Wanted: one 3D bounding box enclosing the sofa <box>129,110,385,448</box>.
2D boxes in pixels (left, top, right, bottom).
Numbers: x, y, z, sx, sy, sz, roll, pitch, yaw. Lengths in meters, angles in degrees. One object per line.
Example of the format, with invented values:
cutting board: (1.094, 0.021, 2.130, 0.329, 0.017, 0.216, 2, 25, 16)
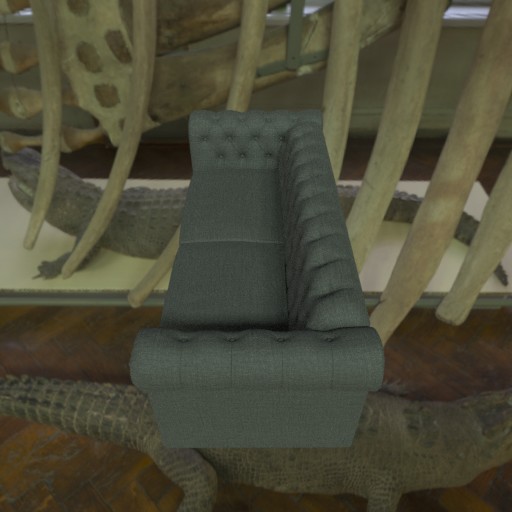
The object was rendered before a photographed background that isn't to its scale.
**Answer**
sofa: (0.000, 0.000, 2.201, 0.783, 0.797, 1.798, 0, 42, 0)
